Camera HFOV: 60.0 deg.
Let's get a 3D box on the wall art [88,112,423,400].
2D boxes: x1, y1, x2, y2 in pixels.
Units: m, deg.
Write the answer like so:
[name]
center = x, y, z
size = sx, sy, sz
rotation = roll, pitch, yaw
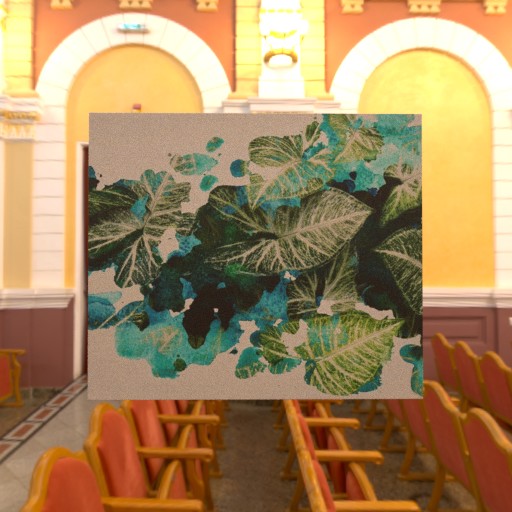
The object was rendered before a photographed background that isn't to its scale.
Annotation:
[wall art]
center = 0.000, 0.000, 0.692
size = 0.507, 0.435, 0.041
rotation = 0, -1, -1
